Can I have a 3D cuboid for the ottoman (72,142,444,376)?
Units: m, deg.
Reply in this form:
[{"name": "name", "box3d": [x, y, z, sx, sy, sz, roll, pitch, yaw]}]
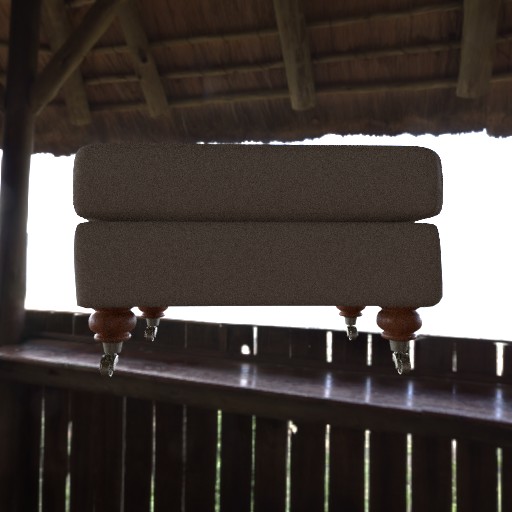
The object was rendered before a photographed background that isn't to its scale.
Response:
[{"name": "ottoman", "box3d": [0.000, 0.000, 1.151, 0.773, 0.497, 0.574, 0, -1, -2]}]
